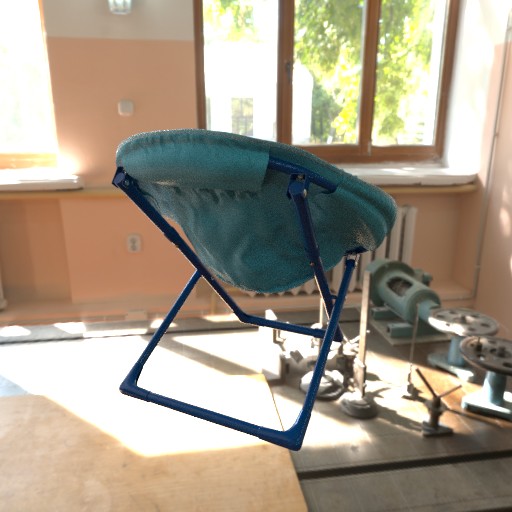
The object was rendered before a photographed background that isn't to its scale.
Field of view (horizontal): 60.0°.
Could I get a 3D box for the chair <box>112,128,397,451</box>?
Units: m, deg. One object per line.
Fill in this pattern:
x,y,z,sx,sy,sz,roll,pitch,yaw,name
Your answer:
0.000,0.000,0.875,0.520,0.478,0.465,7,17,25,chair
